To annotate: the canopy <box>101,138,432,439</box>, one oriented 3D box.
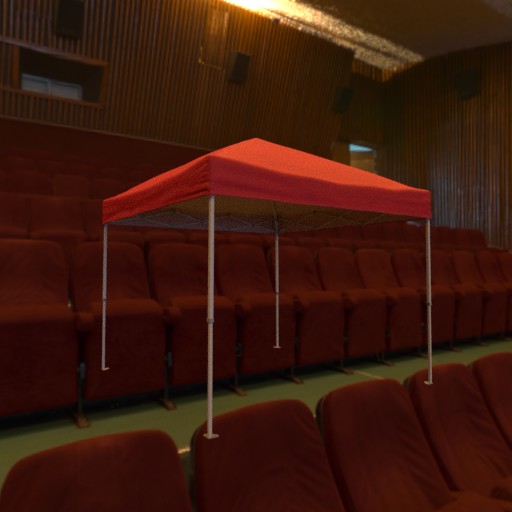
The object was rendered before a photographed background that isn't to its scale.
[{"bbox_3d":[0.000,0.000,5.583,2.996,2.997,2.998,1,-2,-35],"label":"canopy"}]
